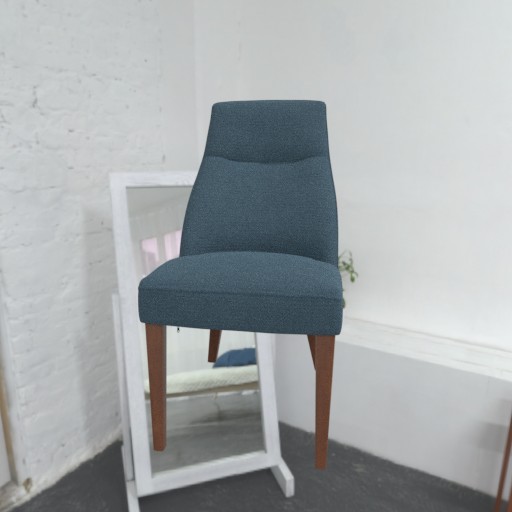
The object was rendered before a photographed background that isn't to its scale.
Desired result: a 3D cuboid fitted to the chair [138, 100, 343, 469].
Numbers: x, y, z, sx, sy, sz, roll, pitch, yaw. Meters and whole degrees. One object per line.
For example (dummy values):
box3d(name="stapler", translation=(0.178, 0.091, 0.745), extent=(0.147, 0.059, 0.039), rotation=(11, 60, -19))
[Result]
box3d(name="chair", translation=(0.000, 0.000, 1.321), extent=(0.500, 0.930, 0.620), rotation=(2, 14, 9))
